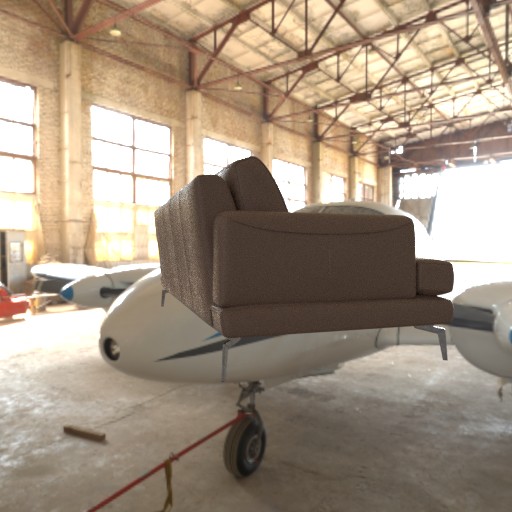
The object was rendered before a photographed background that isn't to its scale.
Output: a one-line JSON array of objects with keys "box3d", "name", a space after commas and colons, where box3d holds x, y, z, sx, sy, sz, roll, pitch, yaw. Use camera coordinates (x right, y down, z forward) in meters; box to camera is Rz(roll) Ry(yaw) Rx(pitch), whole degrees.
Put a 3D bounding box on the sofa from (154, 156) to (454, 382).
[{"box3d": [0.000, 0.000, 2.434, 0.974, 0.765, 1.940, 0, 1, -18], "name": "sofa"}]
